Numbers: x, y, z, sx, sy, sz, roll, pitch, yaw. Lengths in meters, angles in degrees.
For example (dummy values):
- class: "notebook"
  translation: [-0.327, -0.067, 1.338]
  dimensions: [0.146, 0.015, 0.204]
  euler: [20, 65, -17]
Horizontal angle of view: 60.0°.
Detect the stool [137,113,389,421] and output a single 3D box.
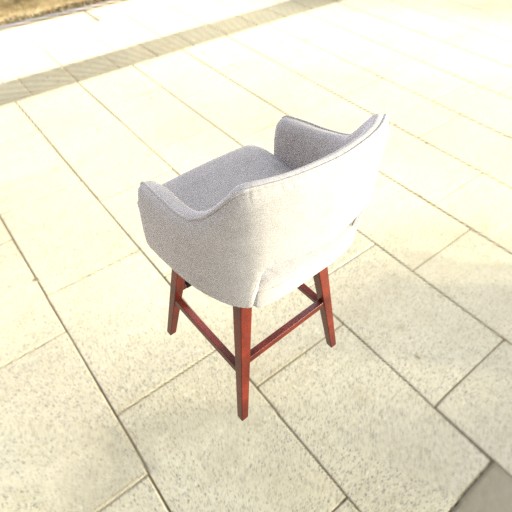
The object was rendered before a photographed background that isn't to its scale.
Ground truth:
- class: "stool"
  translation: [0.000, 0.000, 1.363]
  dimensions: [0.548, 1.012, 0.558]
  euler: [-32, 55, -26]
